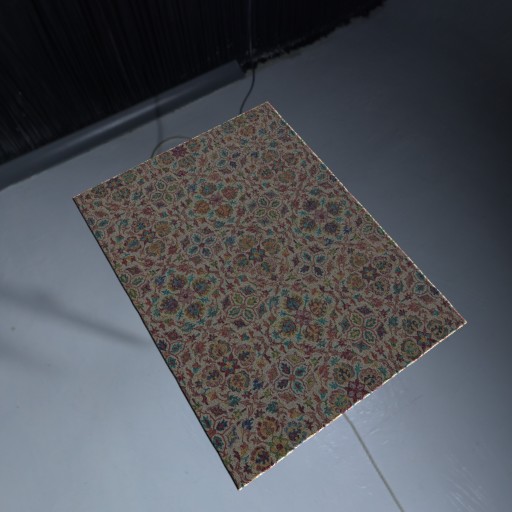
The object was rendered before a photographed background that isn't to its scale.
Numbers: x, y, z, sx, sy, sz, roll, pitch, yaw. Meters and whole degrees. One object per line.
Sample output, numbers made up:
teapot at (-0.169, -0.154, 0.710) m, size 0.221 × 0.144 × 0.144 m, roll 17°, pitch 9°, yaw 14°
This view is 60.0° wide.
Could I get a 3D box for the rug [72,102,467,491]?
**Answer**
rug at (0.000, 0.000, 4.291) m, size 2.446 × 0.020 × 3.215 m, roll -31°, pitch 68°, yaw -14°
